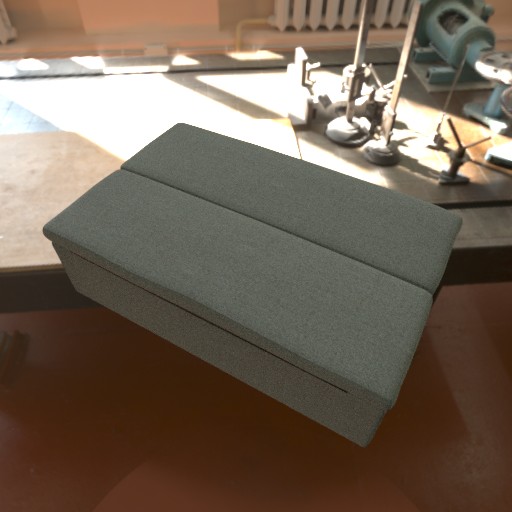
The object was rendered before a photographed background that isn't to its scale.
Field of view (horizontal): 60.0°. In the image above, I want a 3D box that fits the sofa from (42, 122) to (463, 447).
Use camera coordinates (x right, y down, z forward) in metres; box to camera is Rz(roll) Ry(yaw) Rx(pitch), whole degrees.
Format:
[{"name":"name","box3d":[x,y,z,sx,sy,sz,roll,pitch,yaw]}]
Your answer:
[{"name":"sofa","box3d":[0.000,0.000,1.660,1.250,0.434,0.817,23,52,20]}]
